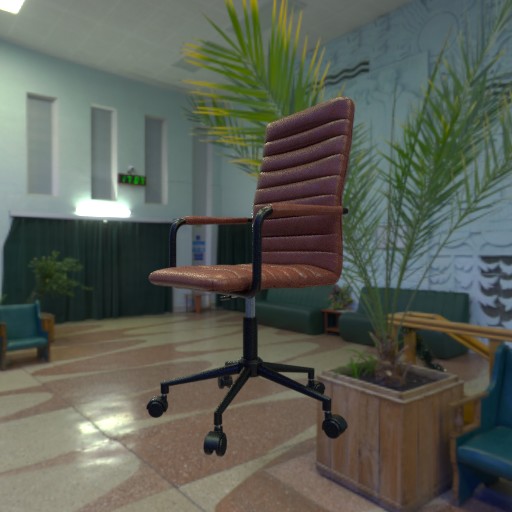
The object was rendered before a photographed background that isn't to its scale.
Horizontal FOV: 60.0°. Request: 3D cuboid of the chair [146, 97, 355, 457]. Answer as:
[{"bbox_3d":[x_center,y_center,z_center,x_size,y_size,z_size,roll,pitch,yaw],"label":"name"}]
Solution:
[{"bbox_3d":[0.000,0.000,1.380,0.580,0.979,0.608,0,0,-37],"label":"chair"}]
